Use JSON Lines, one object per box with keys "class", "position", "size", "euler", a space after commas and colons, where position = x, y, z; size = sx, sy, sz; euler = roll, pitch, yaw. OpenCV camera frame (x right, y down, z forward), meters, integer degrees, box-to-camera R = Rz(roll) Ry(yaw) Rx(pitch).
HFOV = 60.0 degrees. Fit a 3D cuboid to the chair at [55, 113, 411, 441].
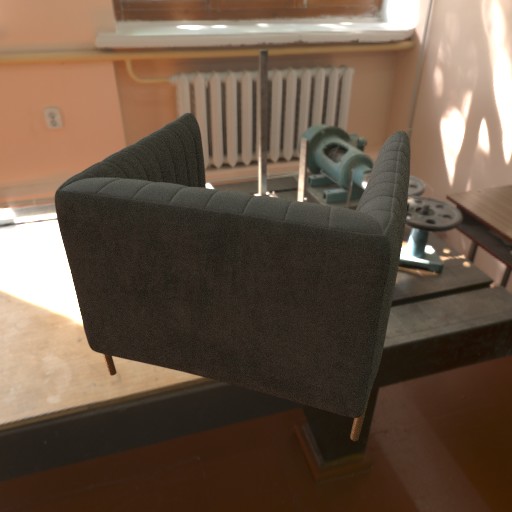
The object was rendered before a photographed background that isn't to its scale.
{"class": "chair", "position": [0.000, 0.000, 1.610], "size": [0.981, 0.779, 0.873], "euler": [10, 33, 15]}
